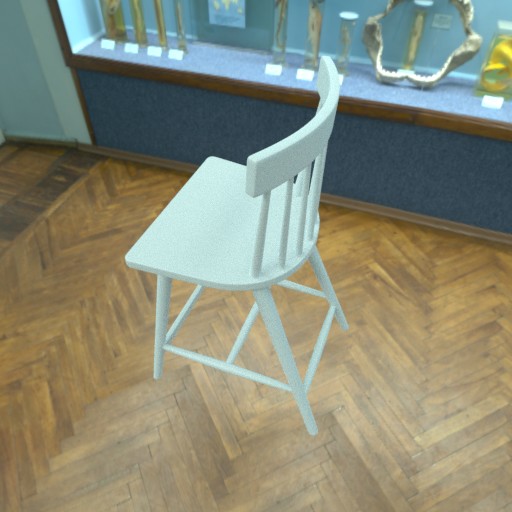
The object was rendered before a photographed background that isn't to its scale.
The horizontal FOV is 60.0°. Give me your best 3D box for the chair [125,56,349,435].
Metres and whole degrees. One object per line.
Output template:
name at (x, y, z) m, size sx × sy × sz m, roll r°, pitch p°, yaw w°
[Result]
chair at (0.000, 0.000, 1.240) m, size 0.572 × 0.952 × 0.483 m, roll 16°, pitch 47°, yaw 15°
